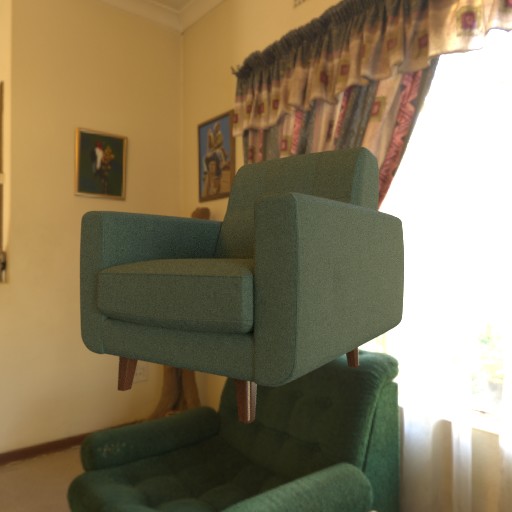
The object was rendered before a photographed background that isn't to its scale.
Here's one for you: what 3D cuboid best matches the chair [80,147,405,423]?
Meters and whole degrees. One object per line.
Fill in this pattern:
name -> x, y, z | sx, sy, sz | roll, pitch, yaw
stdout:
chair -> 0.000, 0.000, 1.576 | 0.831, 0.841, 0.909 | 0, -1, 35
